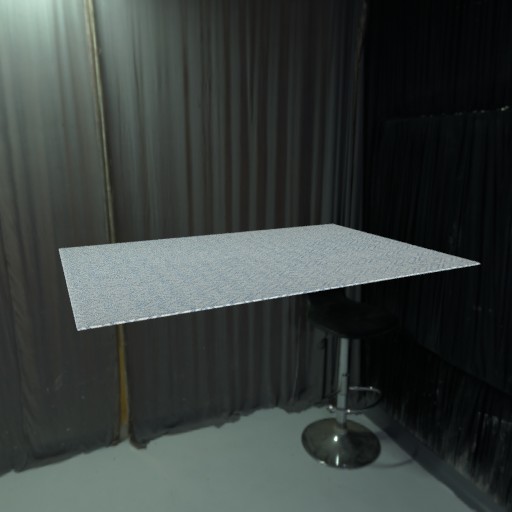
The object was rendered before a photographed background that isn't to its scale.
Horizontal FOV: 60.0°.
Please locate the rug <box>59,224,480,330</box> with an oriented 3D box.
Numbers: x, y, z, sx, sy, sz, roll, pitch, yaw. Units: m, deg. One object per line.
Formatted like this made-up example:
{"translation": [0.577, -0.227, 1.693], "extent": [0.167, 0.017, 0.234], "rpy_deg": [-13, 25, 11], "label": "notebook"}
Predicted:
{"translation": [0.000, 0.000, 2.297], "extent": [1.824, 0.008, 1.220], "rpy_deg": [-7, 16, -25], "label": "rug"}
